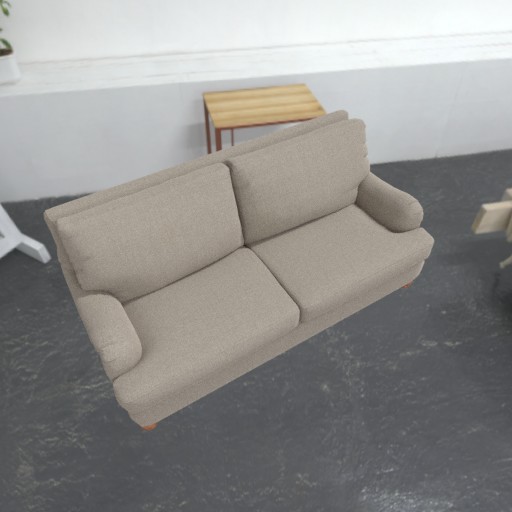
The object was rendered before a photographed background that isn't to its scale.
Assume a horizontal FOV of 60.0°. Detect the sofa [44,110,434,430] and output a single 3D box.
[{"bbox_3d":[0.000,0.000,2.806,2.160,1.054,1.087,-24,52,-21],"label":"sofa"}]
